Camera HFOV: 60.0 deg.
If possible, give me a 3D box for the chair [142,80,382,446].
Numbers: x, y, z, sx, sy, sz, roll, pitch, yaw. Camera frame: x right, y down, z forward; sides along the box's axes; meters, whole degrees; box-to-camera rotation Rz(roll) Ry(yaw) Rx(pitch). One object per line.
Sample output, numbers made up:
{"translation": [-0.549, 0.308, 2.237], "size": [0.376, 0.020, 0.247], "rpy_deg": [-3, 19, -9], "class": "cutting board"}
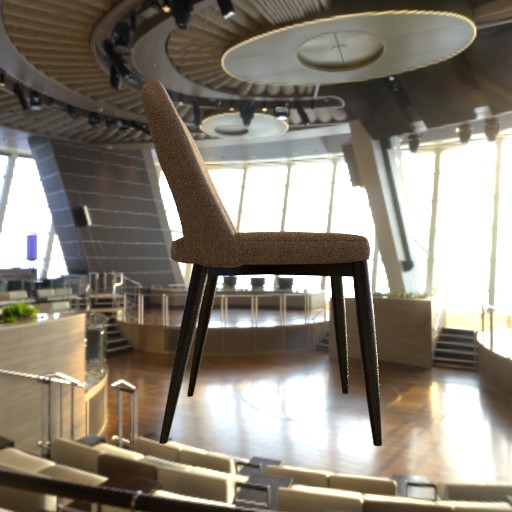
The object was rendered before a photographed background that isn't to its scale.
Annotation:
{"translation": [0.000, 0.000, 1.282], "size": [0.612, 0.931, 0.470], "rpy_deg": [0, -1, 1], "class": "chair"}
